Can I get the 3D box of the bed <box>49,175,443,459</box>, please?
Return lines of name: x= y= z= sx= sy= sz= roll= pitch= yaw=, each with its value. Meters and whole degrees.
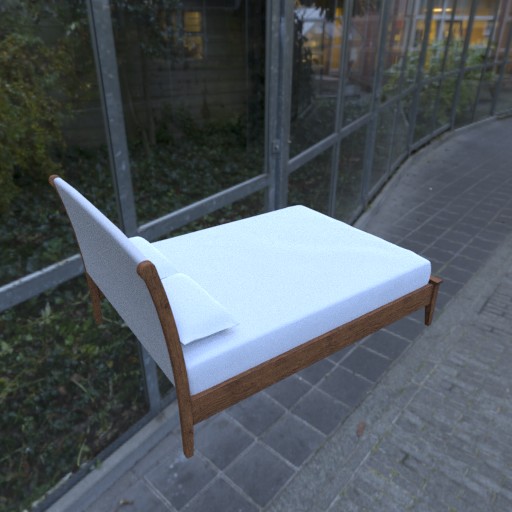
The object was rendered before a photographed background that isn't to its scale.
bed: x=0.000 y=0.000 z=2.985 sx=2.108 sy=1.135 sz=1.502 roll=-18 pitch=32 yaw=-31
